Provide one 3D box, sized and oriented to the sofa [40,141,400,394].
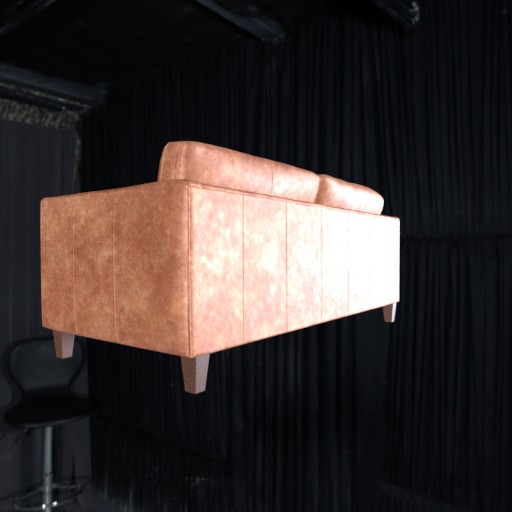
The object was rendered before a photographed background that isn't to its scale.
[{"bbox_3d":[0.000,0.000,2.409,0.923,0.863,1.971,0,1,37],"label":"sofa"}]
